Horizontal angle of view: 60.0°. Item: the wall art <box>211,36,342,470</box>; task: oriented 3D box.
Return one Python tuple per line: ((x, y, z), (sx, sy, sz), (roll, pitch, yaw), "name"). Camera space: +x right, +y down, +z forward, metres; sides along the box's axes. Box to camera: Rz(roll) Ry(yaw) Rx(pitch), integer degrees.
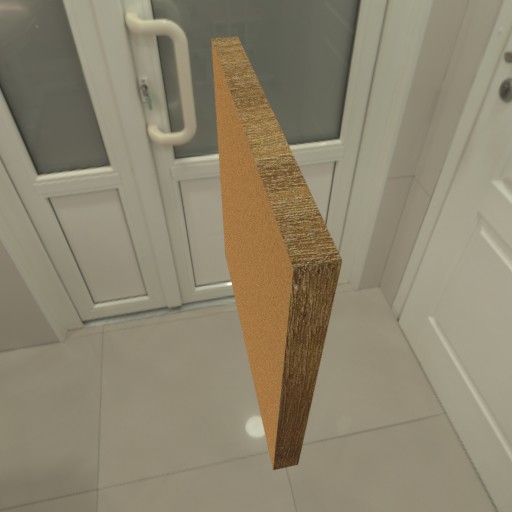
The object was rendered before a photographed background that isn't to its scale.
((0.000, 0.000, 0.582), (0.039, 0.403, 0.406), (-9, 47, -8), "wall art")
